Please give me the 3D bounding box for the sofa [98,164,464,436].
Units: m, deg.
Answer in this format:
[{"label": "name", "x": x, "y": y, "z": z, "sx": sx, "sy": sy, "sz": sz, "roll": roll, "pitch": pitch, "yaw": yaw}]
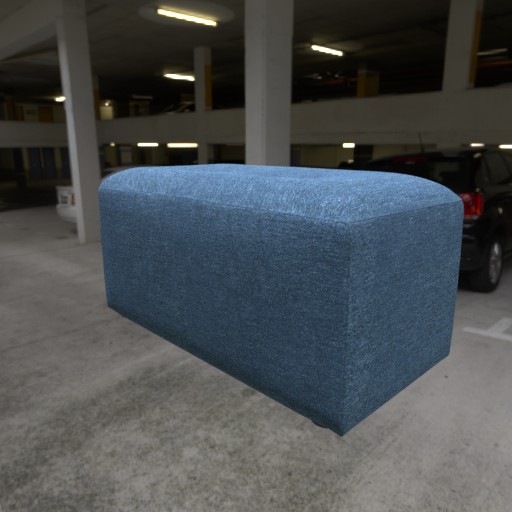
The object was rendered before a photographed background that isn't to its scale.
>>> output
[{"label": "sofa", "x": 0.000, "y": 0.000, "z": 1.223, "sx": 0.480, "sy": 0.470, "sz": 0.930, "roll": -14, "pitch": 20, "yaw": -42}]
